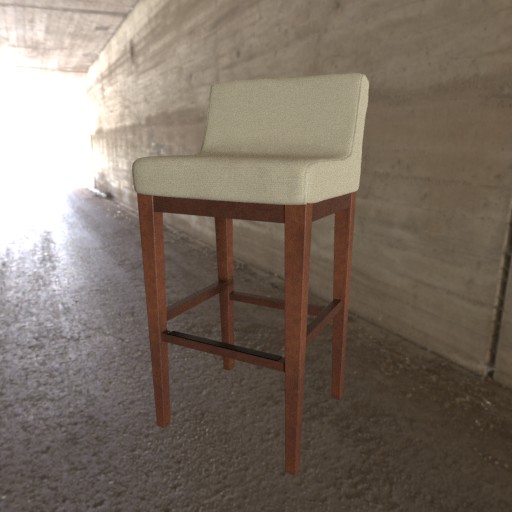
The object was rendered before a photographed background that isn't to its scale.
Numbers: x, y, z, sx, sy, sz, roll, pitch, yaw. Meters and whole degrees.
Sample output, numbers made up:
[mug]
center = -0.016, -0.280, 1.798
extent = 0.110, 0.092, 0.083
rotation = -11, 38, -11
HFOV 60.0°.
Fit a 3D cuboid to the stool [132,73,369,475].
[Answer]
[stool]
center = 0.000, 0.000, 1.324
extent = 0.511, 1.037, 0.500
rotation = 7, 16, 26
